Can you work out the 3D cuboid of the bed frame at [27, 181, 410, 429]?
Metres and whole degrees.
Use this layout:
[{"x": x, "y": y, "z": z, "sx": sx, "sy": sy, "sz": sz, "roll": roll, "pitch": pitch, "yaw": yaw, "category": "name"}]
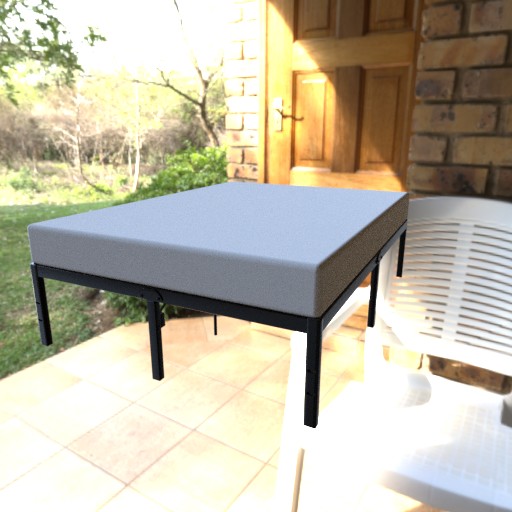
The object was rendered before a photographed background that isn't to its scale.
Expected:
[{"x": 0.000, "y": 0.000, "z": 2.832, "sx": 1.557, "sy": 0.659, "sz": 2.072, "roll": 8, "pitch": 18, "yaw": 26, "category": "bed frame"}]
